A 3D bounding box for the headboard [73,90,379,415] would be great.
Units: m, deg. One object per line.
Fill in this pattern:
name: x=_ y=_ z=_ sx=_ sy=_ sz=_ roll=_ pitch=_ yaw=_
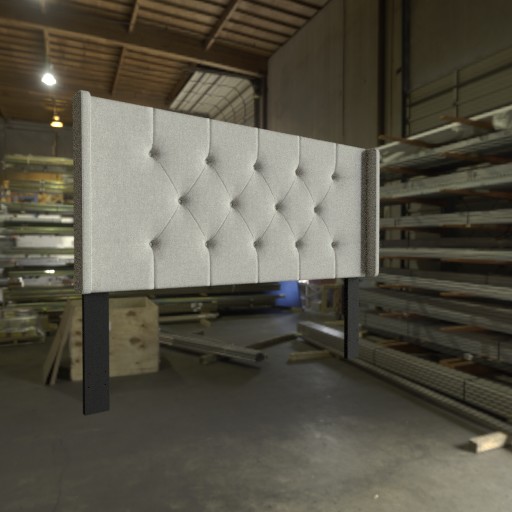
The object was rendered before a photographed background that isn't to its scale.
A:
headboard: x=0.000 y=0.000 z=2.655 sx=2.051 sy=1.524 sz=0.184 roll=-1 pitch=1 yaw=-36
